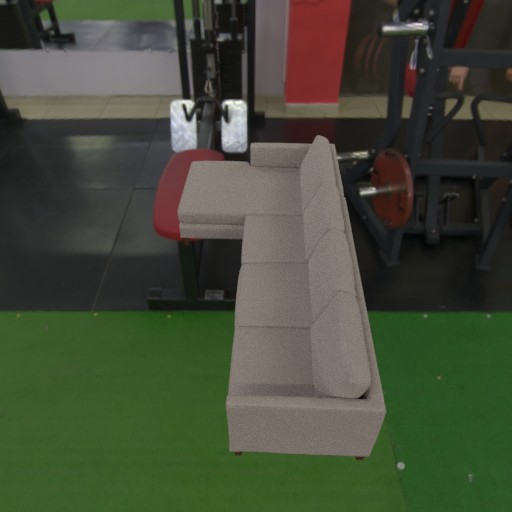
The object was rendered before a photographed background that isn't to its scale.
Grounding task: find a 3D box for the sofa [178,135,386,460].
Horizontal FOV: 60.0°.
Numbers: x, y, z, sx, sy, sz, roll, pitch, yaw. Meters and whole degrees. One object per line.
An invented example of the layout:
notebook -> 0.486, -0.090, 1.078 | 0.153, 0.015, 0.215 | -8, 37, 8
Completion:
sofa -> 0.000, 0.000, 3.888 | 1.625, 0.846, 3.186 | 2, 42, 2
